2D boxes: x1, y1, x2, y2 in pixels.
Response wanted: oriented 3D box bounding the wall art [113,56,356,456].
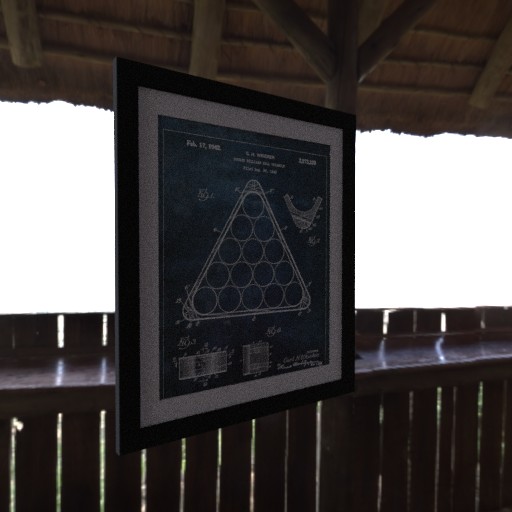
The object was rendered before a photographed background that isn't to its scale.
[{"bbox_3d":[0.000,0.000,0.493,0.311,0.361,0.010,-1,2,-35],"label":"wall art"}]
